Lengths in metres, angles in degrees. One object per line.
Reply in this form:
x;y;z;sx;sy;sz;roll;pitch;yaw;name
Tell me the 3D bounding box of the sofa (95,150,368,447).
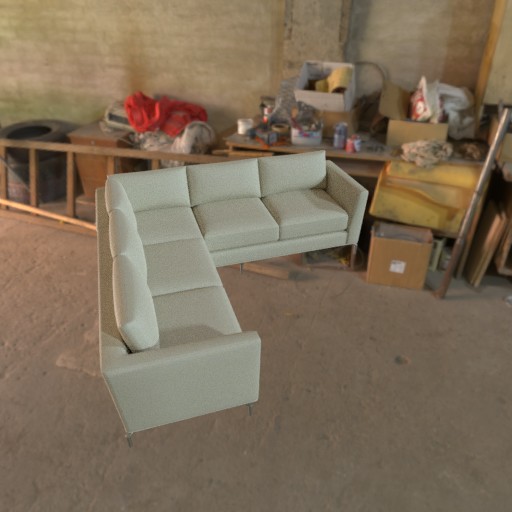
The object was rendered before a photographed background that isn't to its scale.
0.000;0.000;3.678;2.448;0.867;2.430;-10;34;-14;sofa
